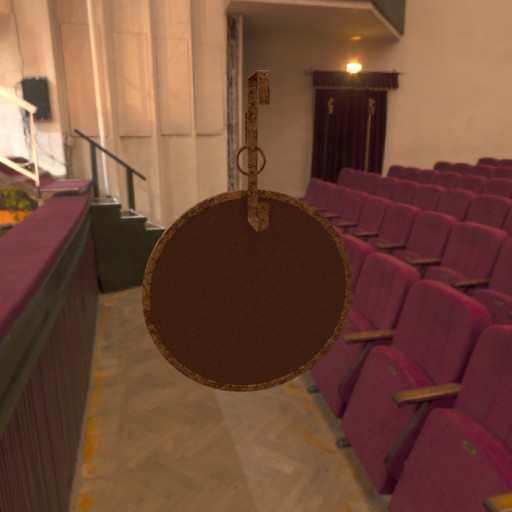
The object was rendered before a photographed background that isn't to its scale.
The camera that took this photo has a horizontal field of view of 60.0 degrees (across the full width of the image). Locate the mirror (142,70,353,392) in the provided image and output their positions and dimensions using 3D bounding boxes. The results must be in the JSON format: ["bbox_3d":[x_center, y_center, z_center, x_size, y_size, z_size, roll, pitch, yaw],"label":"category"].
[{"bbox_3d":[0.000,0.000,0.856,0.447,0.651,0.144,-3,15,-10],"label":"mirror"}]
